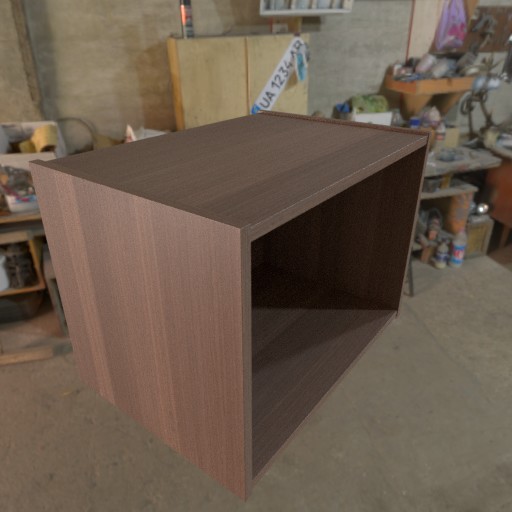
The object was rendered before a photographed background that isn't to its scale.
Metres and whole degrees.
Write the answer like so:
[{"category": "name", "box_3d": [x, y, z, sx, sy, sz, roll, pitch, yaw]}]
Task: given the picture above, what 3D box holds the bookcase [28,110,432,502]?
[{"category": "bookcase", "box_3d": [0.000, 0.000, 0.607, 0.290, 0.305, 0.415, 19, 33, 33]}]
